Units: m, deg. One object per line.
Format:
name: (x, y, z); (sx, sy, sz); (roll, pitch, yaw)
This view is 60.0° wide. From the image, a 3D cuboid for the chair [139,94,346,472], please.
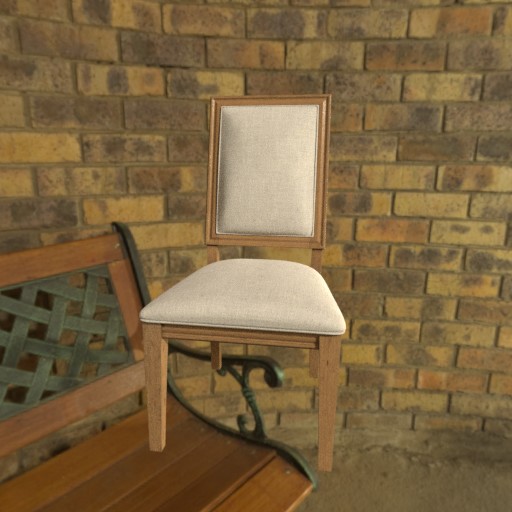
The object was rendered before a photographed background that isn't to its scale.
chair: (0.000, 0.000, 1.359); (0.536, 0.988, 0.601); (2, 14, 9)
